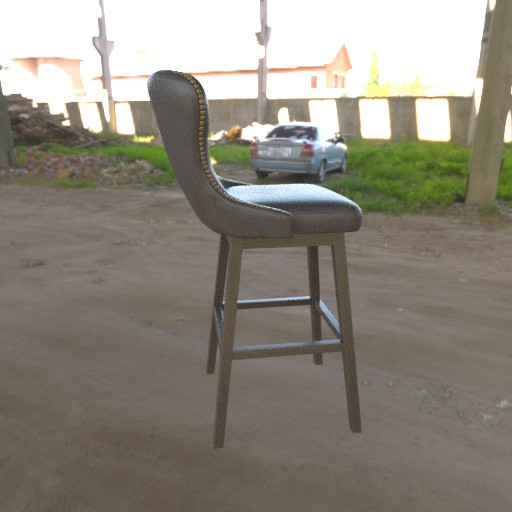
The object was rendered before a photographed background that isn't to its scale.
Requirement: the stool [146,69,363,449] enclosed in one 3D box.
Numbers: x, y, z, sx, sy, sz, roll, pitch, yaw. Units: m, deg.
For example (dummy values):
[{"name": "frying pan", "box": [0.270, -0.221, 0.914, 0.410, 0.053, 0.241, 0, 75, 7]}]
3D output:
[{"name": "stool", "box": [0.000, 0.000, 1.396, 0.601, 1.050, 0.528, -3, 17, -9]}]
